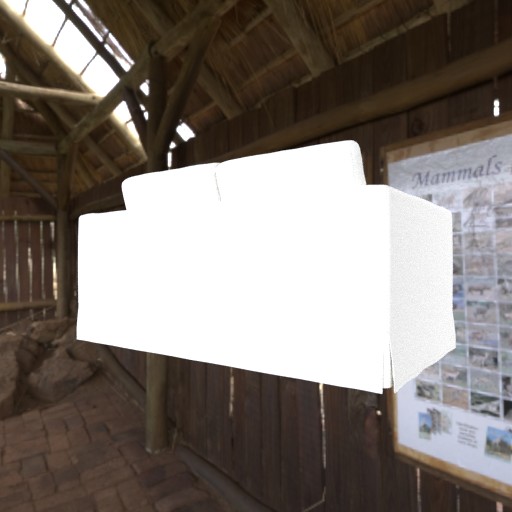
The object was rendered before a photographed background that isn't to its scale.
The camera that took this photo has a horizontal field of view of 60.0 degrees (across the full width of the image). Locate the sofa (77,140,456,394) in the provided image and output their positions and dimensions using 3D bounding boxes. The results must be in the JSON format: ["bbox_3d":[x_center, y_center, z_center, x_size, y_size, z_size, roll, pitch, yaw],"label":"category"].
[{"bbox_3d":[0.000,0.000,2.389,1.813,0.932,1.009,0,-1,36],"label":"sofa"}]
